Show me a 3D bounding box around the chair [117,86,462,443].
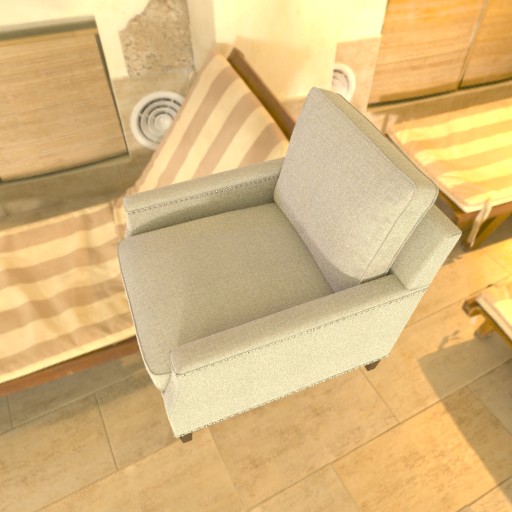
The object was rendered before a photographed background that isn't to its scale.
[{"bbox_3d":[0.000,0.000,1.708,1.014,0.943,0.853,-16,50,-14],"label":"chair"}]
